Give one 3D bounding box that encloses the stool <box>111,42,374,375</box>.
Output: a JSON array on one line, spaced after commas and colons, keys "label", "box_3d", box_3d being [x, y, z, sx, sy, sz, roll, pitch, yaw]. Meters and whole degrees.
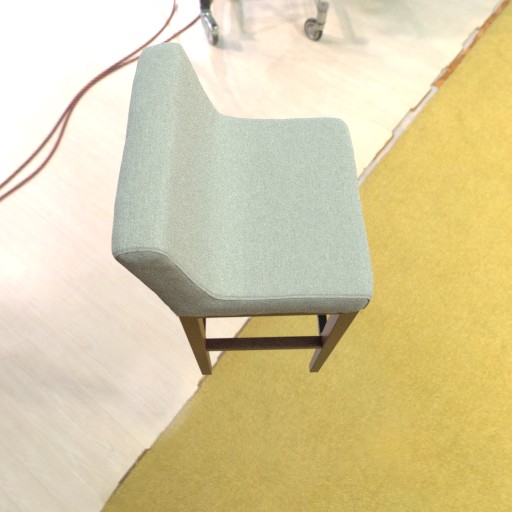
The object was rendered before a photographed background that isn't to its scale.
[{"label": "stool", "box_3d": [0.000, 0.000, 1.278, 0.500, 1.037, 0.511, -1, 63, -1]}]
